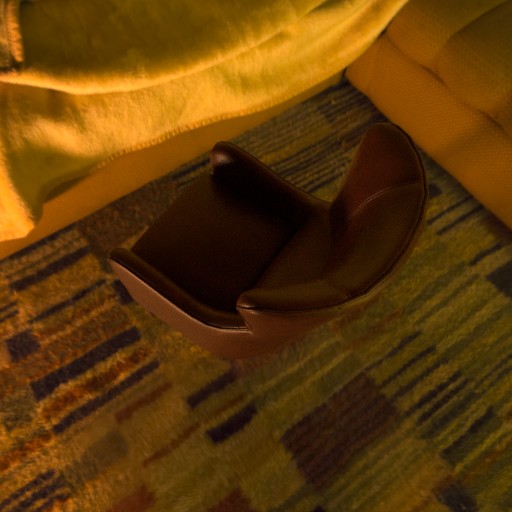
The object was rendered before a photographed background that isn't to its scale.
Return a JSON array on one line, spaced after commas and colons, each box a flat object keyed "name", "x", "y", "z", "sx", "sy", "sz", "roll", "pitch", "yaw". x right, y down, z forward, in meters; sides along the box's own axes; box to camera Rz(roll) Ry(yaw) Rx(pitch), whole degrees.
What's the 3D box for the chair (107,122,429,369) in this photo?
[{"name": "chair", "x": 0.000, "y": 0.000, "z": 1.625, "sx": 0.914, "sy": 1.048, "sz": 0.692, "roll": 31, "pitch": 66, "yaw": 16}]
